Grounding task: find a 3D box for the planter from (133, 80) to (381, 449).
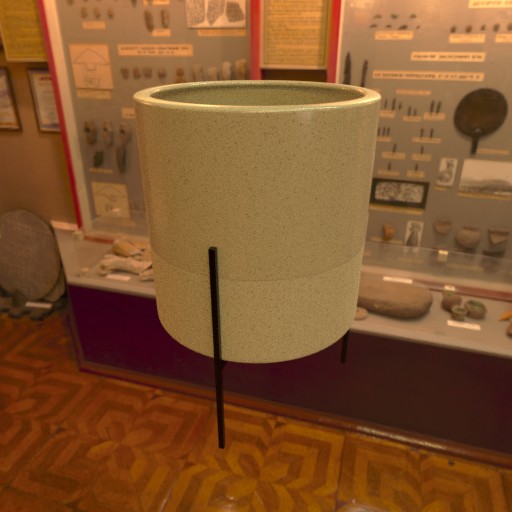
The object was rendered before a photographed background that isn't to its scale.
[{"bbox_3d":[0.000,0.000,0.677,0.314,0.475,0.323,8,28,16],"label":"planter"}]
